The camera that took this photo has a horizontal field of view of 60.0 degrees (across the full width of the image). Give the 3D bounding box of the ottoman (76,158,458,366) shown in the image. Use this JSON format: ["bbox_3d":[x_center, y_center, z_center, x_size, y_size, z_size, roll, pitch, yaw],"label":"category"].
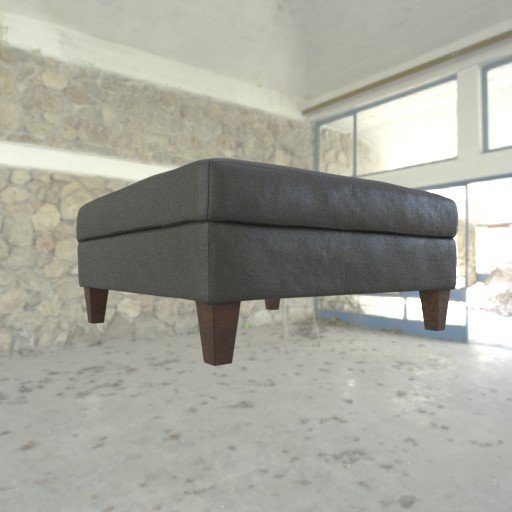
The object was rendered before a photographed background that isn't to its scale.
[{"bbox_3d":[0.000,0.000,1.315,0.836,0.415,0.844,1,-2,-37],"label":"ottoman"}]
